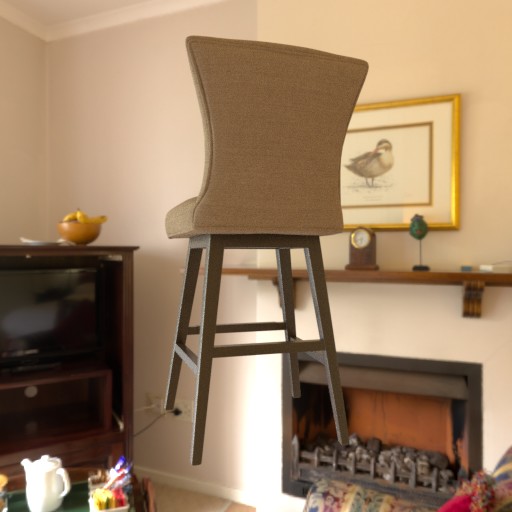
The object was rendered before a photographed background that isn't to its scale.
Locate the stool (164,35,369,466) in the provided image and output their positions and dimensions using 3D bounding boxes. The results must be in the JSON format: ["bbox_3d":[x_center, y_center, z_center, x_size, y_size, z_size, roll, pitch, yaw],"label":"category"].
[{"bbox_3d":[0.000,0.000,1.382,0.514,1.086,0.574,0,0,-17],"label":"stool"}]
